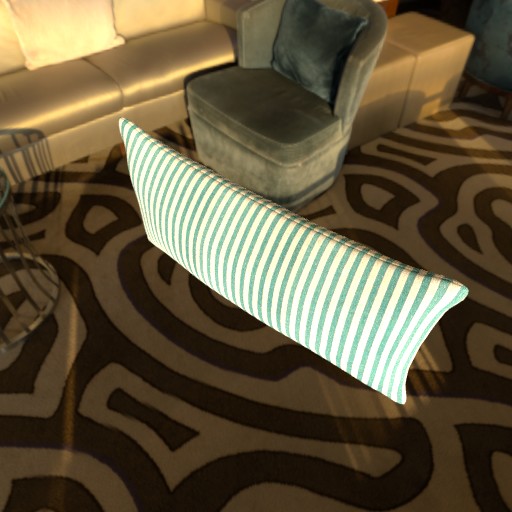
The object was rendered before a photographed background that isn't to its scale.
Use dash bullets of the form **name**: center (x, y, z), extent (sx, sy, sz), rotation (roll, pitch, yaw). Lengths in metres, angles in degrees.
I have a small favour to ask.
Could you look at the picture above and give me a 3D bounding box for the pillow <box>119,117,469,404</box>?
- **pillow**: center (0.000, 0.000, 0.738), extent (0.617, 0.295, 0.151), rotation (30, 53, 26)
